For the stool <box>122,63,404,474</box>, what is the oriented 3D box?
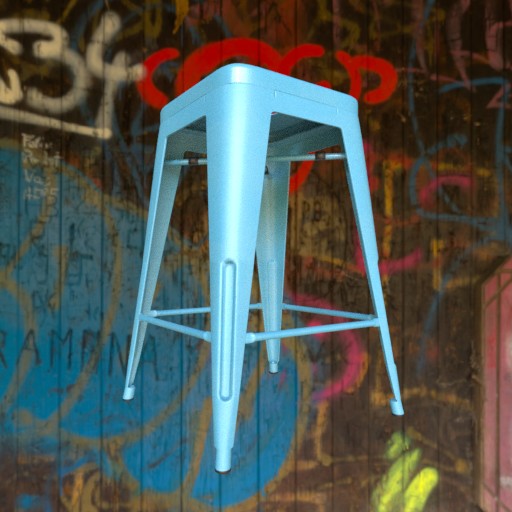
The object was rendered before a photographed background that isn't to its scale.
[{"bbox_3d":[0.000,0.000,0.891,0.410,0.608,0.410,0,-1,-35],"label":"stool"}]
